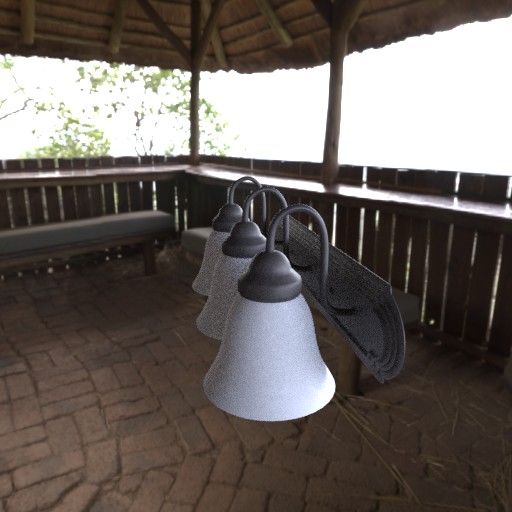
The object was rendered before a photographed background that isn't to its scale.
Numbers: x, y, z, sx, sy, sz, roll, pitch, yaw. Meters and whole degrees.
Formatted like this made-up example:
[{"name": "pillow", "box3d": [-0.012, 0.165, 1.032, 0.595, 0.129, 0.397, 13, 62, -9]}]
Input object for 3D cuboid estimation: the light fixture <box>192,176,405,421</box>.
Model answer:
[{"name": "light fixture", "box3d": [0.000, 0.000, 0.715, 0.199, 0.222, 0.610, -3, 15, -10]}]
